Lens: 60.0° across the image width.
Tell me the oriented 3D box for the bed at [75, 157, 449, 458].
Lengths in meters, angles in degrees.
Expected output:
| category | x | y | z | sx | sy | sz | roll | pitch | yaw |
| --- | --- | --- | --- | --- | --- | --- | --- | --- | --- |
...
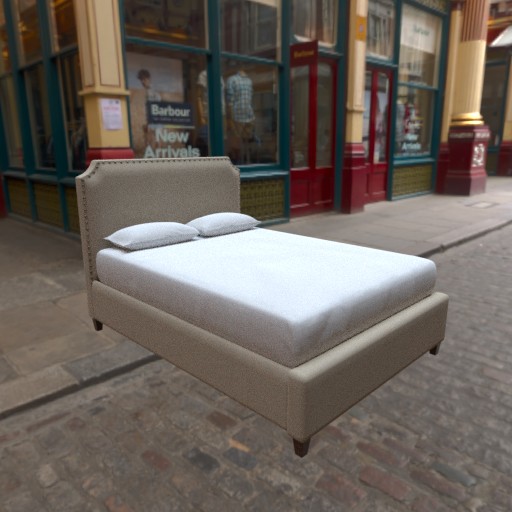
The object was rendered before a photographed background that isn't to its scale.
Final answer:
| category | x | y | z | sx | sy | sz | roll | pitch | yaw |
| --- | --- | --- | --- | --- | --- | --- | --- | --- | --- |
| bed | 0.000 | 0.000 | 3.395 | 2.329 | 1.415 | 1.703 | 14 | 20 | 43 |
